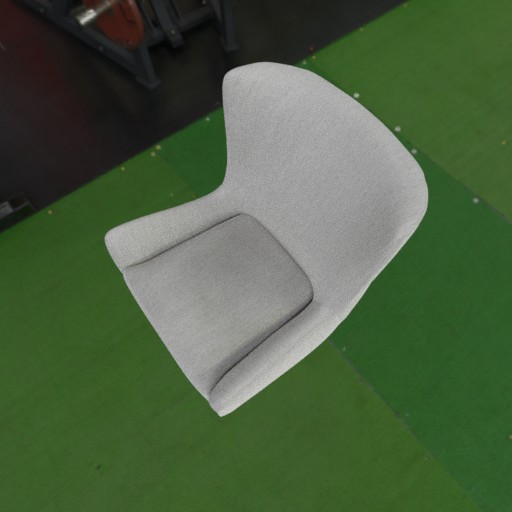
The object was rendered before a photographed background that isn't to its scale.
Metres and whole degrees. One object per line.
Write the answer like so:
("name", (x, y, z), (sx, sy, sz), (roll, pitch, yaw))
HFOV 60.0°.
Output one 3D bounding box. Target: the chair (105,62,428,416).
("chair", (0.000, 0.000, 1.668), (0.904, 1.000, 0.779), (-34, 68, -16))
